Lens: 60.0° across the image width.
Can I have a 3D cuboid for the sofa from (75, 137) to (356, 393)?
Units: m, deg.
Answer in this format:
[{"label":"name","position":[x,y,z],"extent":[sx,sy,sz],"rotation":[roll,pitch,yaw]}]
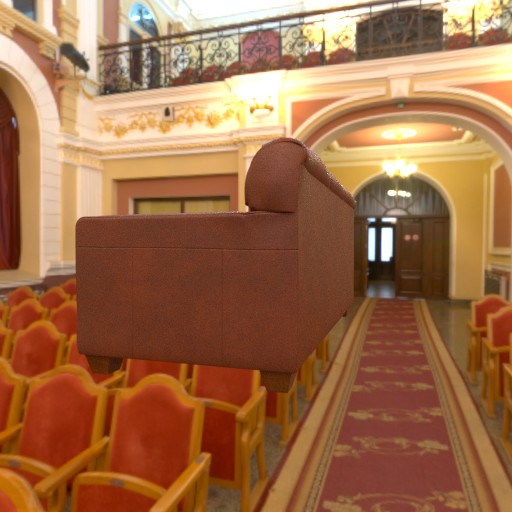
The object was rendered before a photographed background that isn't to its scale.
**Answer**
[{"label":"sofa","position":[0.000,0.000,2.640],"extent":[1.008,0.953,2.039],"rotation":[0,1,18]}]
